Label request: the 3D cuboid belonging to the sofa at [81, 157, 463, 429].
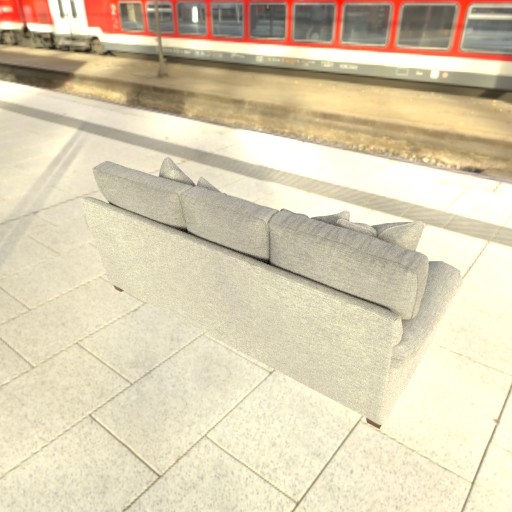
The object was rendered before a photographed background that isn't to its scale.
[{"bbox_3d":[0.000,0.000,2.809,2.312,0.975,0.965,21,36,31],"label":"sofa"}]
